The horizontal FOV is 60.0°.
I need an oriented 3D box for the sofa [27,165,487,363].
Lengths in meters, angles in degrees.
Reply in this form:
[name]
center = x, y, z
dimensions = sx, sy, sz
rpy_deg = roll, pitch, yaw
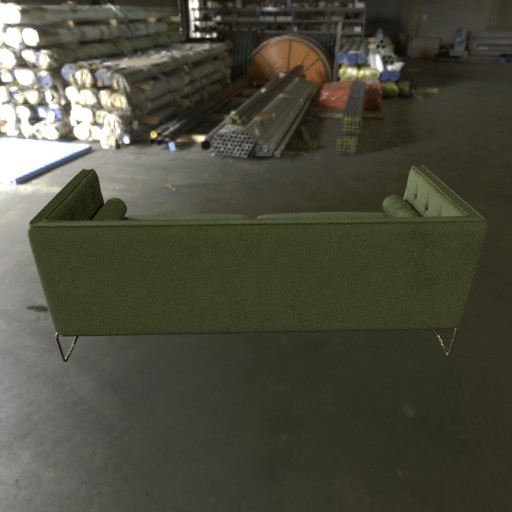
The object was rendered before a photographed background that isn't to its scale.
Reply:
[sofa]
center = 0.000, 0.000, 2.495
dimensions = 2.087, 0.789, 0.867
rpy_deg = -1, 29, -1
